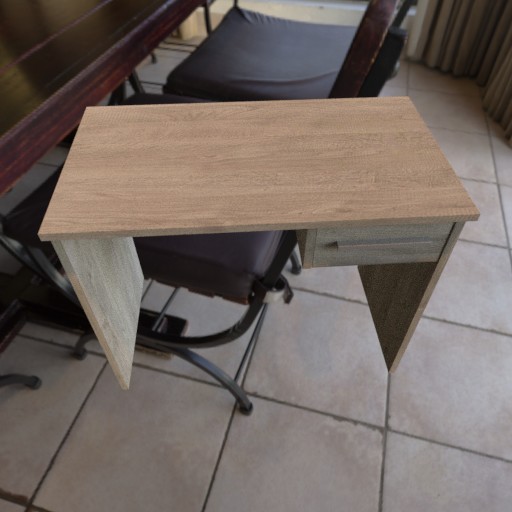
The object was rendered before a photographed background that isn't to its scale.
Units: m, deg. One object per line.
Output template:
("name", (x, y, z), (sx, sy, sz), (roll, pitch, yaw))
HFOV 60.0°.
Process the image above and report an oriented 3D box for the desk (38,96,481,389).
("desk", (0.000, 0.000, 1.325), (0.893, 0.724, 0.498), (-3, 47, -3))
